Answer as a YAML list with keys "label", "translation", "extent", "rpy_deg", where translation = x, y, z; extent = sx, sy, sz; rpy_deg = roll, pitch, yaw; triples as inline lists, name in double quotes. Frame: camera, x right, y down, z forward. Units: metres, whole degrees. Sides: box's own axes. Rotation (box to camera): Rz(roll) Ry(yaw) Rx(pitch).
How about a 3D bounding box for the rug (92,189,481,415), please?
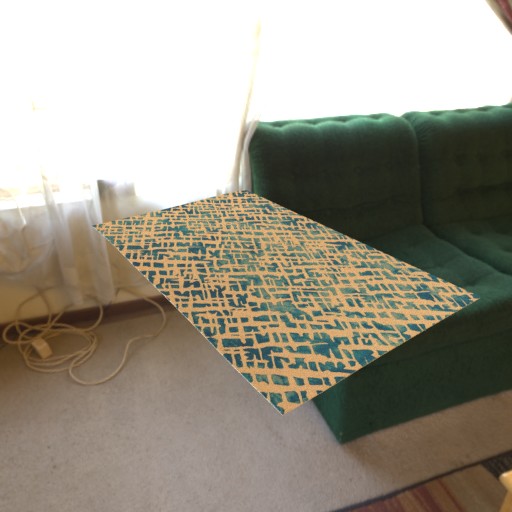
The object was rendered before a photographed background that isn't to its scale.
- label: "rug"
  translation: [0.000, 0.000, 3.110]
  extent: [1.520, 0.011, 2.447]
  rpy_deg: [-19, 33, -32]
